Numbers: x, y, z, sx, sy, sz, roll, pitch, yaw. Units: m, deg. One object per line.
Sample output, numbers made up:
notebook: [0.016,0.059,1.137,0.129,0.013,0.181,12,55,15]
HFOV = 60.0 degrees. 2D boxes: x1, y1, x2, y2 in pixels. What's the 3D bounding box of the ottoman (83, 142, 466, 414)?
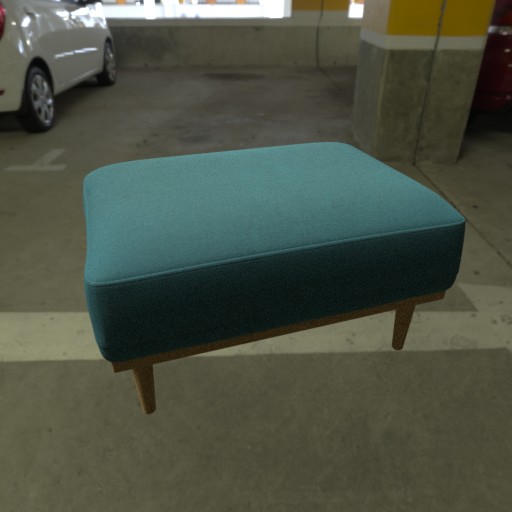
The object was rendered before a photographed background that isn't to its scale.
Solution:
ottoman: [0.000,0.000,1.071,0.749,0.428,0.549,-10,31,-16]
